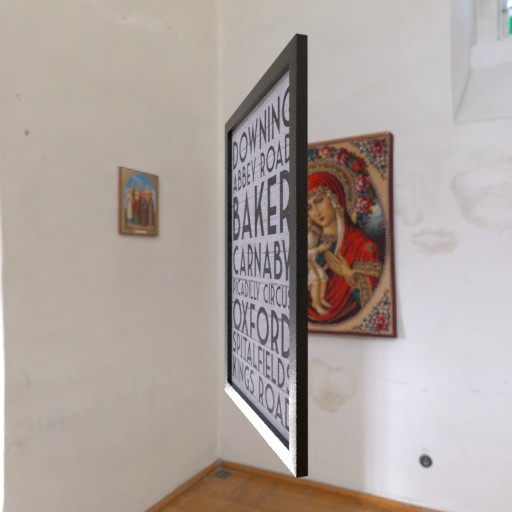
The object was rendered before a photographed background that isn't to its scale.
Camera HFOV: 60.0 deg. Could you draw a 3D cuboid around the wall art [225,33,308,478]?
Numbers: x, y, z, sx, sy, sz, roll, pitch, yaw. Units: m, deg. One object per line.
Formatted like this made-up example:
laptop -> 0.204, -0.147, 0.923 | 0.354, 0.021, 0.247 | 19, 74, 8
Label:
wall art -> 0.000, 0.000, 0.577 | 0.013, 0.432, 0.304 | 0, -1, -17
